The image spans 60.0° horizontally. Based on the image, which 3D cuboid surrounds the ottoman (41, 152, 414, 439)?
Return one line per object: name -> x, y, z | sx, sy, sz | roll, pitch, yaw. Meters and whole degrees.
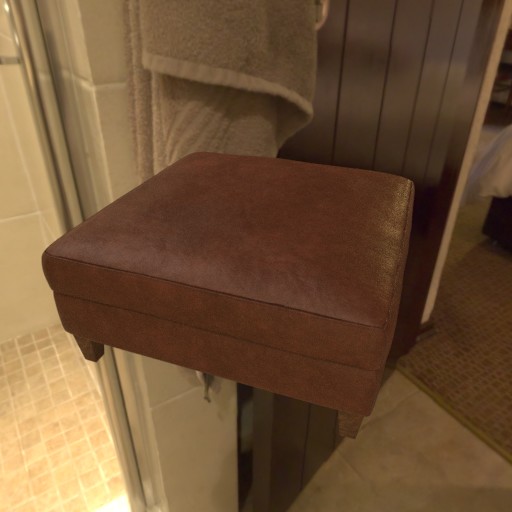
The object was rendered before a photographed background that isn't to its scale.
ottoman -> 0.000, 0.000, 1.333 | 0.844, 0.415, 0.836 | 11, 33, 17
